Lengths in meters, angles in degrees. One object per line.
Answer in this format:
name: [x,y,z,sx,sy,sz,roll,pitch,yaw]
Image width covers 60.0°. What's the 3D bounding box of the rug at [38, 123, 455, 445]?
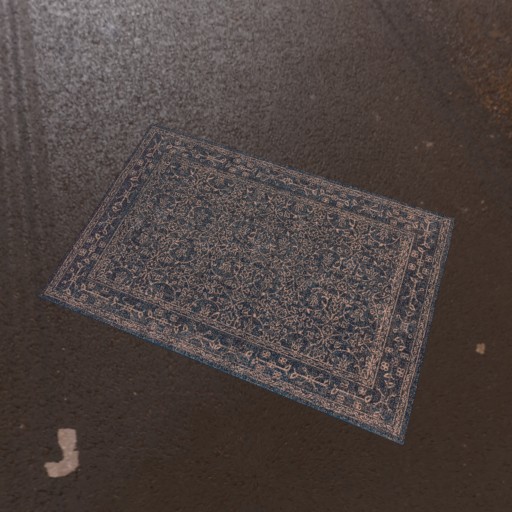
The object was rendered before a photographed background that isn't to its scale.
rug: [0.000,0.000,2.264,1.819,0.005,1.200,20,65,10]
